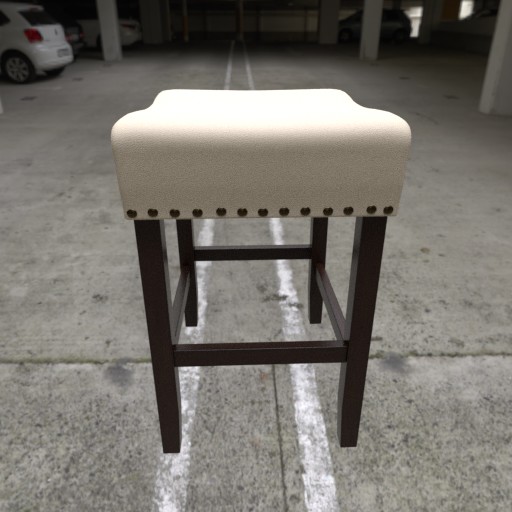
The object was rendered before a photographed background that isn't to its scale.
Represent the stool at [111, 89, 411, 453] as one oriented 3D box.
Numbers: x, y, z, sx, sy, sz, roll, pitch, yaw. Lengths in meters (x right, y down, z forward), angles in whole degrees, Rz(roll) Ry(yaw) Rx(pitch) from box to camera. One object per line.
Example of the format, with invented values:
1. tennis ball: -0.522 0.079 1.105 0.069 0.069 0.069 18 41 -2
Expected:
1. stool: 0.000 0.000 0.907 0.401 0.609 0.471 -1 26 -2
